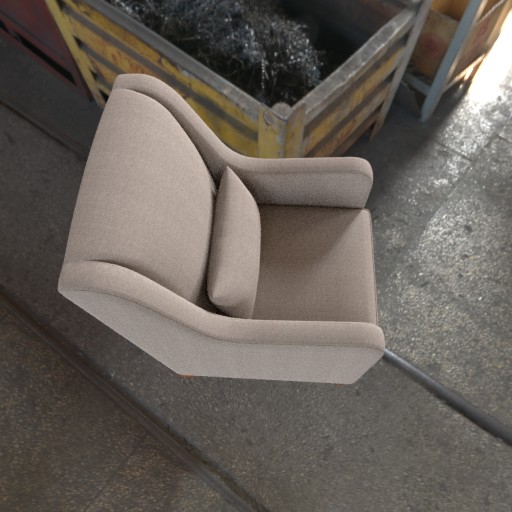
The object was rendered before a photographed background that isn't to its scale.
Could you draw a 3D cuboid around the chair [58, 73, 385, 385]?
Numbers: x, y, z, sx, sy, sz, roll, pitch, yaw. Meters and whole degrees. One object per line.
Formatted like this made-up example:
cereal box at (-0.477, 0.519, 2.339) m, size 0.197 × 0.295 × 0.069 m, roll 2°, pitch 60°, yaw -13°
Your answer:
chair at (0.000, 0.000, 1.582) m, size 0.890 × 1.017 × 0.715 m, roll 3°, pitch 64°, yaw 2°
